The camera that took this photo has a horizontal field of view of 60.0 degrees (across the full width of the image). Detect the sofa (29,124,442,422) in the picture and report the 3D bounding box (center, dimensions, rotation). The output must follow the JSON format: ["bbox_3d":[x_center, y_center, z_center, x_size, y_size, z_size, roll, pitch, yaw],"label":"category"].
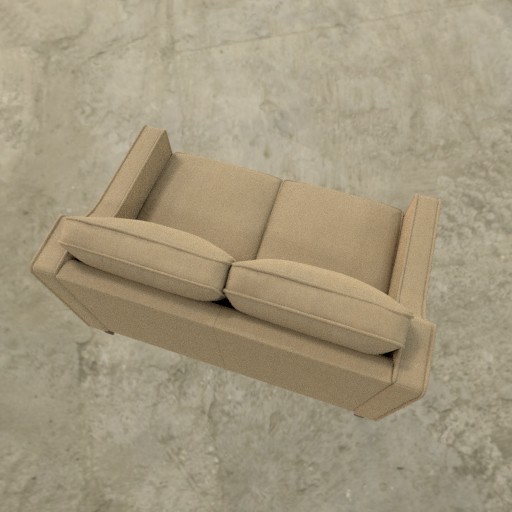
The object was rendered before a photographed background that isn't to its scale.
[{"bbox_3d":[0.000,0.000,2.081,1.501,0.971,0.987,16,63,8],"label":"sofa"}]
